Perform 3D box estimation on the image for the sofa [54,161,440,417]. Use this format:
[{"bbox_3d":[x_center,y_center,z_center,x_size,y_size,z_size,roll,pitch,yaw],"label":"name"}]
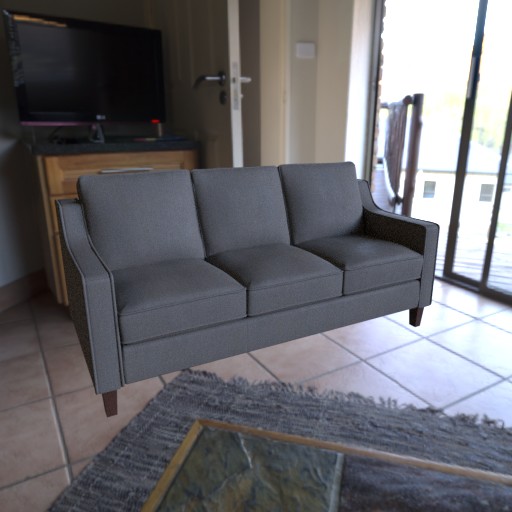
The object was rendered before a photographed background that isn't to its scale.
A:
[{"bbox_3d":[0.000,0.000,2.553,1.986,0.974,0.911,-9,19,-27],"label":"sofa"}]
